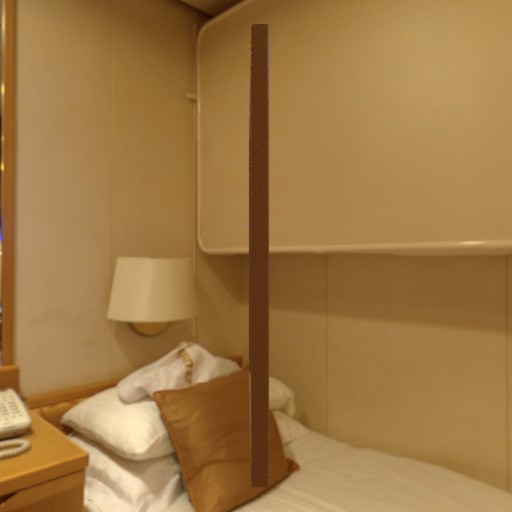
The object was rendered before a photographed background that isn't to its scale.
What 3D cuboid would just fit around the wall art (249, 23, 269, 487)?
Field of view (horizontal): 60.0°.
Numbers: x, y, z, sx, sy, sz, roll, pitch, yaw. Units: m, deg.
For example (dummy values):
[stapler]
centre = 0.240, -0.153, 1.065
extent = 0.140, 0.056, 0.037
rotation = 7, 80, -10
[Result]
[wall art]
centre = 0.000, 0.000, 0.516
extent = 0.015, 0.379, 0.310
rotation = 0, -1, -1
